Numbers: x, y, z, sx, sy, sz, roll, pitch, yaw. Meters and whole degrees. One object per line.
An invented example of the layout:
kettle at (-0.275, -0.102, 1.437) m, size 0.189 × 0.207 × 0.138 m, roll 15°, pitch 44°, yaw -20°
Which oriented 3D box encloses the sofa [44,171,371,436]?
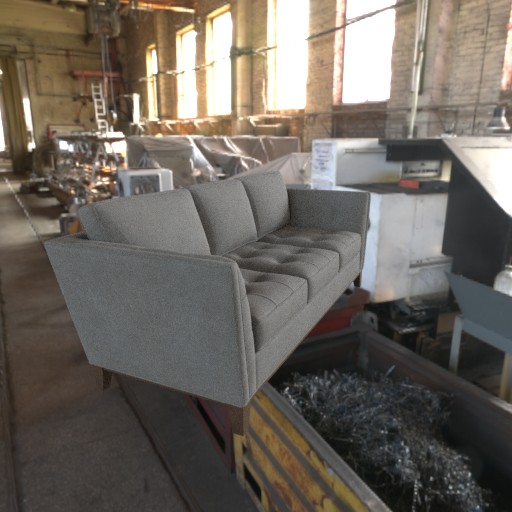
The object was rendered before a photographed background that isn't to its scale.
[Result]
sofa at (0.000, 0.000, 2.887) m, size 0.965 × 0.940 × 2.387 m, roll 7°, pitch 17°, yaw 25°
